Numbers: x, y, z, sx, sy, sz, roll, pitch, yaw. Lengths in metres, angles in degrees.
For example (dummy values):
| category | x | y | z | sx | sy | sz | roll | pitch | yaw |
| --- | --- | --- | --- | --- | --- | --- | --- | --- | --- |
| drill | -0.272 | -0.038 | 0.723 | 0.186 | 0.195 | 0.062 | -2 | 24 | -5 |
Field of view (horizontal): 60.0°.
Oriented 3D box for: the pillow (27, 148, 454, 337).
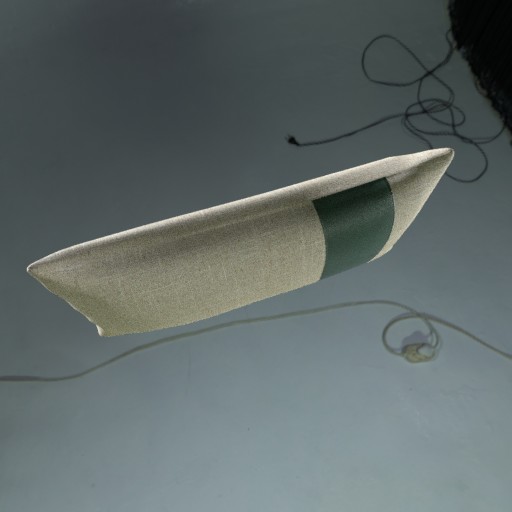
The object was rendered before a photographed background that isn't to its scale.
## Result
| category | x | y | z | sx | sy | sz | roll | pitch | yaw |
| --- | --- | --- | --- | --- | --- | --- | --- | --- | --- |
| pillow | 0.000 | 0.000 | 1.036 | 0.859 | 0.429 | 0.197 | -17 | 65 | -8 |
